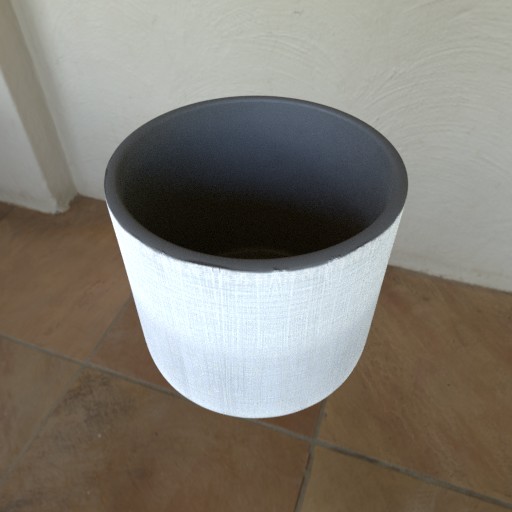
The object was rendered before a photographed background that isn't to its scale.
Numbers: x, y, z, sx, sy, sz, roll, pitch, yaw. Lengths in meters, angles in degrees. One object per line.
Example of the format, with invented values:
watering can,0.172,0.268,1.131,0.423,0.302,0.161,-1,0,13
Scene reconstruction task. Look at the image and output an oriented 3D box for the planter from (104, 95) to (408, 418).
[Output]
planter,0.000,0.000,0.401,0.226,0.201,0.226,0,45,0
